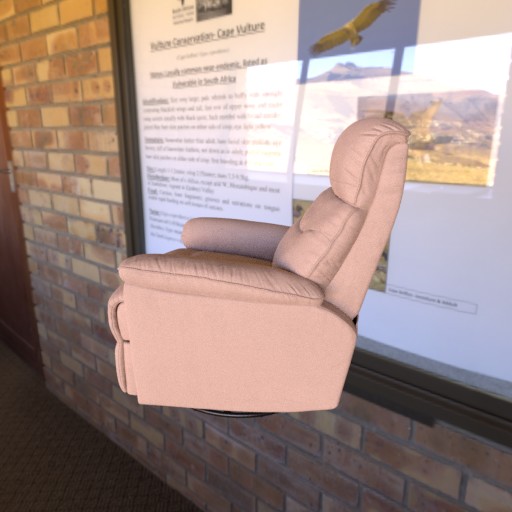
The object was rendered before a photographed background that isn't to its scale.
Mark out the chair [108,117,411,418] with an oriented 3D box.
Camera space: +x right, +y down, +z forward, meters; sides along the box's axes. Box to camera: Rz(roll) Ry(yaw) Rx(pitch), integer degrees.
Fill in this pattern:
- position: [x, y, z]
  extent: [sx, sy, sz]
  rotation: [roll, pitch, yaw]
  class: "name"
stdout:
- position: [0.000, 0.000, 1.743]
  extent: [1.004, 1.037, 0.820]
  rotation: [2, 15, 9]
  class: "chair"
